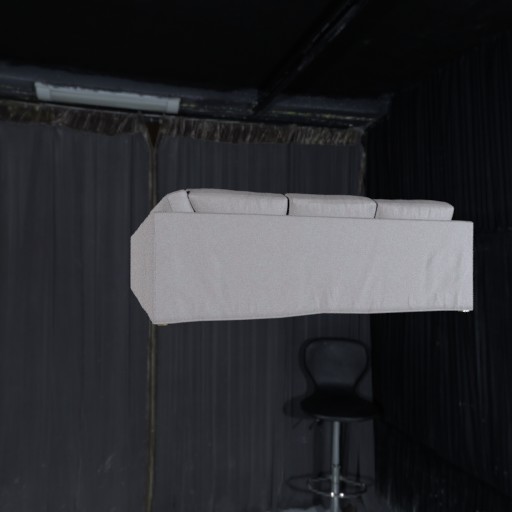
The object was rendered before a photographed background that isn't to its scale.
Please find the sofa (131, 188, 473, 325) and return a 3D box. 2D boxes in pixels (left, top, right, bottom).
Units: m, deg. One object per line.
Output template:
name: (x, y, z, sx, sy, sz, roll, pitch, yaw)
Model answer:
sofa: (0.000, 0.000, 4.678, 2.427, 0.882, 3.460, 0, 0, -18)
